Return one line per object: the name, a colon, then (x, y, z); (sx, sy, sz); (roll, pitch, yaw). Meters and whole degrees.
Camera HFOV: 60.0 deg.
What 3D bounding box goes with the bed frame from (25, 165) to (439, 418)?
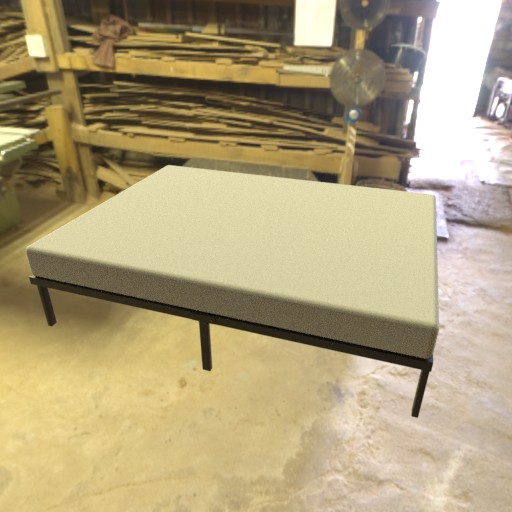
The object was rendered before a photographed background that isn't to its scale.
bed frame: (0.000, 0.000, 3.544); (2.635, 0.680, 1.990); (9, 30, 17)
